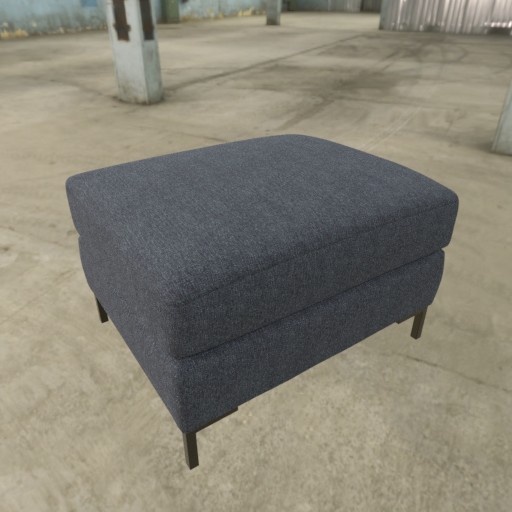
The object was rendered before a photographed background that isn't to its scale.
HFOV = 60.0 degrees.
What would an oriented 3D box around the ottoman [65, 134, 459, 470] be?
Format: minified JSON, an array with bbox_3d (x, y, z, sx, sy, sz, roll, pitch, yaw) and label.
[{"bbox_3d":[0.000,0.000,1.275,0.831,0.533,0.695,-19,35,-29],"label":"ottoman"}]
